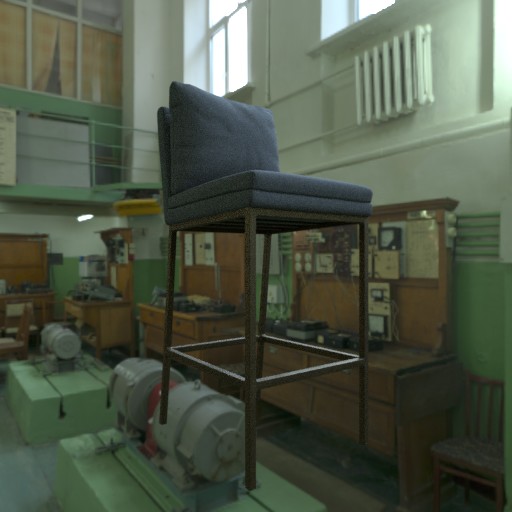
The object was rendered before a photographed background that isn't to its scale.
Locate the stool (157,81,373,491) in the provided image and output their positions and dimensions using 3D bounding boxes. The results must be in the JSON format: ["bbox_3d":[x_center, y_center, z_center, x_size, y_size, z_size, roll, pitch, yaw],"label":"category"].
[{"bbox_3d":[0.000,0.000,1.412,0.463,1.130,0.569,0,0,-37],"label":"stool"}]
